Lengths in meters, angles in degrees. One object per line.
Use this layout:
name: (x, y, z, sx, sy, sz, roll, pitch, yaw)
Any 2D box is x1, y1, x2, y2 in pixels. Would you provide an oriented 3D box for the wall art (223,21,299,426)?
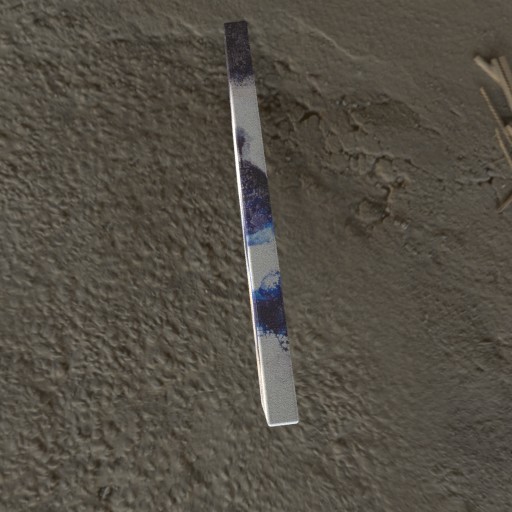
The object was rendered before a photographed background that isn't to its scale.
wall art: (0.000, 0.000, 0.916, 0.039, 0.609, 0.609, -6, 74, -2)
